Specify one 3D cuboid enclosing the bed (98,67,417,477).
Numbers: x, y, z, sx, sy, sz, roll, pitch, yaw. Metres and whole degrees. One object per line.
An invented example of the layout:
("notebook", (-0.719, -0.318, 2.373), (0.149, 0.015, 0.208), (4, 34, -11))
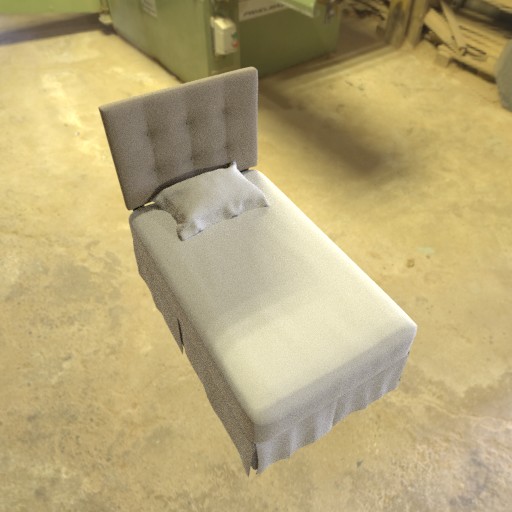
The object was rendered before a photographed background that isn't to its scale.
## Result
("bed", (0.000, 0.000, 2.951), (1.261, 1.571, 1.997), (-24, 51, -21))
